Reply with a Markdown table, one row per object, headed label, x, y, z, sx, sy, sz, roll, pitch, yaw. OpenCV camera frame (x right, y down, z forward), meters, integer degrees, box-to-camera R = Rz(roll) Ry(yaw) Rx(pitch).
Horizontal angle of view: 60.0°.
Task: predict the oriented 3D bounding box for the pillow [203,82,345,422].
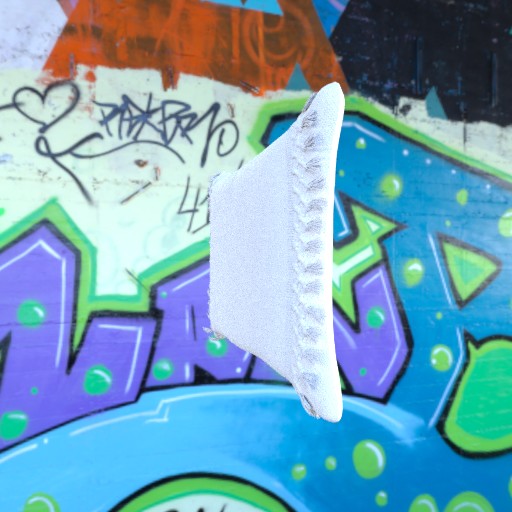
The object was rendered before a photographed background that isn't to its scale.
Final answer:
| label | x | y | z | sx | sy | sz | roll | pitch | yaw |
| --- | --- | --- | --- | --- | --- | --- | --- | --- | --- |
| pillow | 0.000 | 0.000 | 0.599 | 0.084 | 0.305 | 0.466 | 0 | 0 | -18 |
